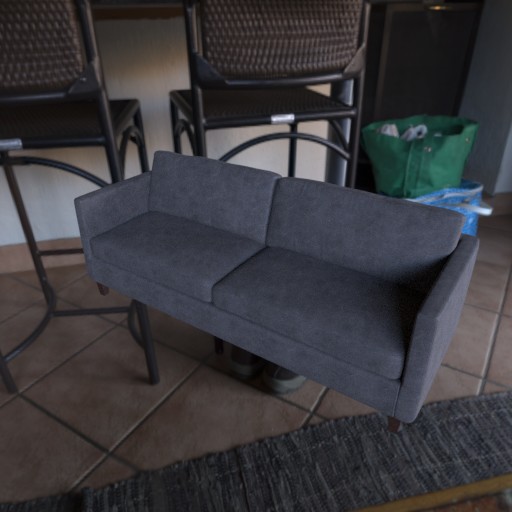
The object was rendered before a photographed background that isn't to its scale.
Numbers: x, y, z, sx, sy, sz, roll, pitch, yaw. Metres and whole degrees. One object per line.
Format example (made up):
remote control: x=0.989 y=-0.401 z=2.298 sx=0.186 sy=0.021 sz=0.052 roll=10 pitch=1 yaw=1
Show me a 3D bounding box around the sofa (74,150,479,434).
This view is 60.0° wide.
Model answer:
sofa: x=0.000 y=0.000 z=2.868 sx=2.434 sy=0.965 sz=0.951 roll=18 pitch=34 yaw=29
